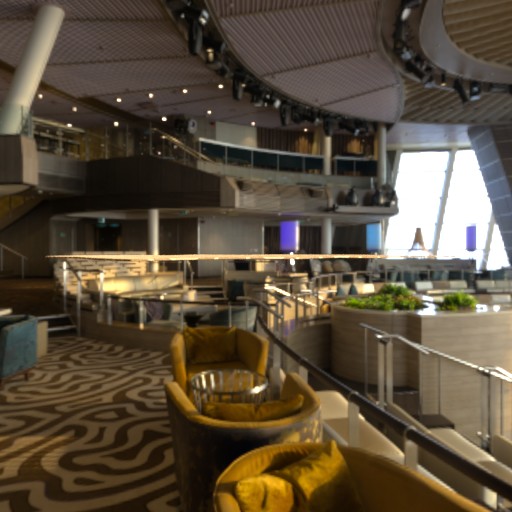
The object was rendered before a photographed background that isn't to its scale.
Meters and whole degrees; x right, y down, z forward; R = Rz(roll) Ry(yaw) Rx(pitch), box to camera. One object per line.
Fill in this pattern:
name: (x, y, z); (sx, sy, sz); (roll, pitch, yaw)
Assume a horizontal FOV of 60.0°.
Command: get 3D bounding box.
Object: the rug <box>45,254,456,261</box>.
rug: (0.000, 0.000, 2.247); (1.761, 0.013, 1.152); (0, 1, -36)
